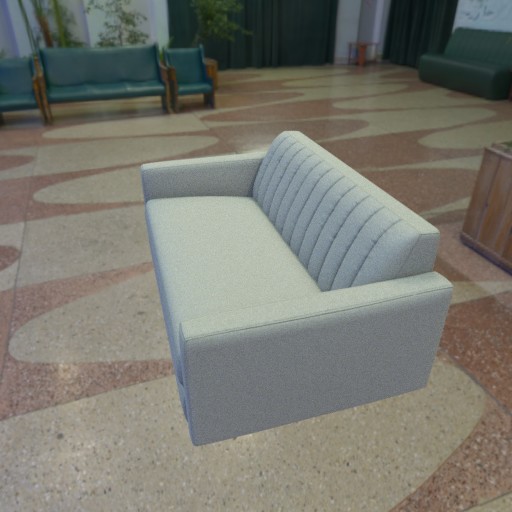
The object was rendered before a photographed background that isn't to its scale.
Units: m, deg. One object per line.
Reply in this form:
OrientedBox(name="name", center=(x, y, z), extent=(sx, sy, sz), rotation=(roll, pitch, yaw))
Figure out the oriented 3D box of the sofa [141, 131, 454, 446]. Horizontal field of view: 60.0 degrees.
OrientedBox(name="sofa", center=(0.000, 0.000, 2.139), extent=(0.950, 0.801, 1.585), rotation=(-9, 32, -14))
